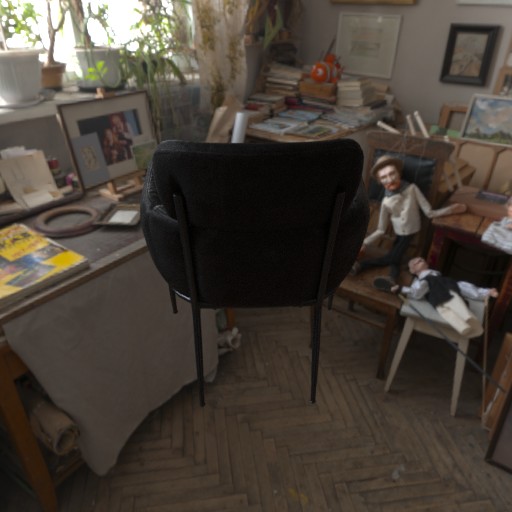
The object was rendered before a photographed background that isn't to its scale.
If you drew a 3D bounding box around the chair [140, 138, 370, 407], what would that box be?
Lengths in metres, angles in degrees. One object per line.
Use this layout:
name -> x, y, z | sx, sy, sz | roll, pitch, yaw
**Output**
chair -> 0.000, 0.000, 1.288 | 0.640, 0.818, 0.604 | -1, 30, -2
